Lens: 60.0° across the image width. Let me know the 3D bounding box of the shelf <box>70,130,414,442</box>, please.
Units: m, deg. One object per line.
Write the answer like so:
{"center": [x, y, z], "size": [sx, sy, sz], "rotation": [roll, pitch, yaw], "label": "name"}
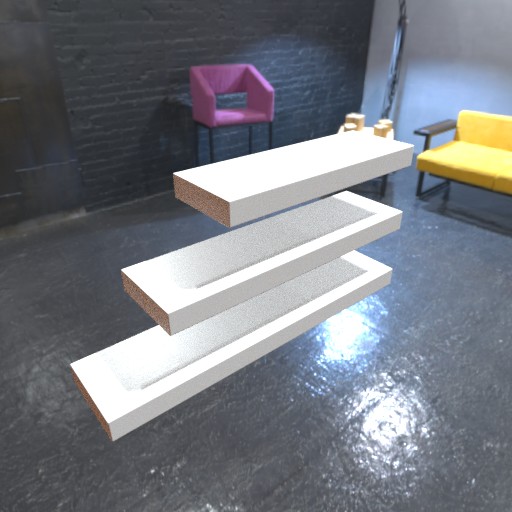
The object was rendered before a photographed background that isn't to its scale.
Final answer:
{"center": [0.000, 0.000, 0.735], "size": [0.610, 0.293, 0.140], "rotation": [-22, 36, -33], "label": "shelf"}
